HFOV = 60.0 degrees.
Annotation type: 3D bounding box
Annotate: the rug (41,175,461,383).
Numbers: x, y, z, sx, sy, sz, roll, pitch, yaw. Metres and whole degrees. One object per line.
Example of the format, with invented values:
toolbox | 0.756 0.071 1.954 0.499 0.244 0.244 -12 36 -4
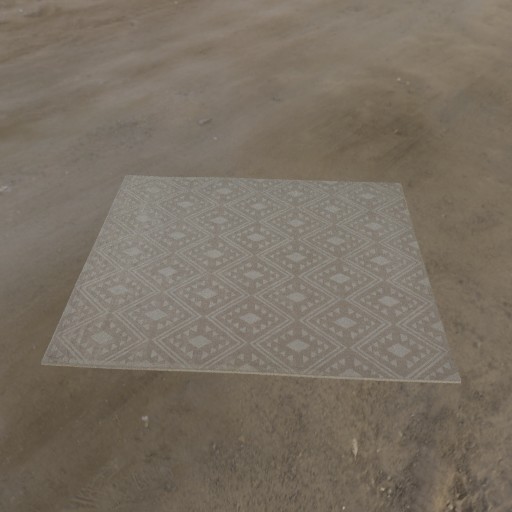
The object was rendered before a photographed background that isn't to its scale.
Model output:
rug | 0.000 0.000 4.016 3.011 0.054 2.399 2 45 2
